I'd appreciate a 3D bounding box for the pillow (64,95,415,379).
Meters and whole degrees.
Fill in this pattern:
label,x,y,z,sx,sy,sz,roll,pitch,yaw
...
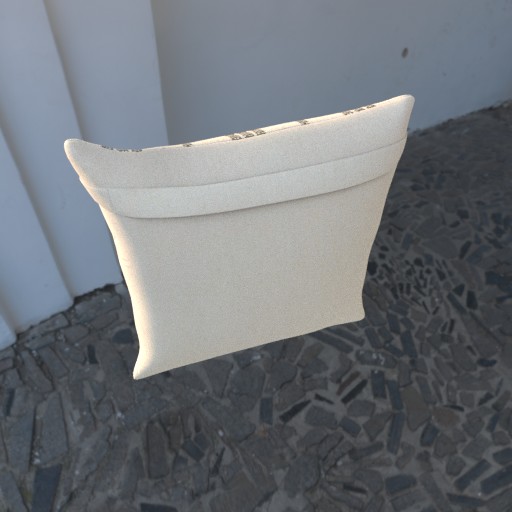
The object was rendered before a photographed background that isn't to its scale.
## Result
label,x,y,z,sx,sy,sz,roll,pitch,yaw
pillow,0.000,0.000,0.616,0.405,0.406,0.173,-12,42,-14
